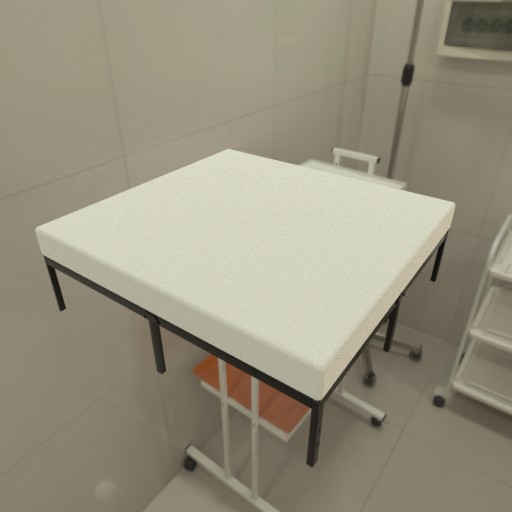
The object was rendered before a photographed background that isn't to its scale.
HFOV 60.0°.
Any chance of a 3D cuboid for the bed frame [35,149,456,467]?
[{"bbox_3d":[0.000,0.000,3.122,2.079,0.659,1.963,21,37,30],"label":"bed frame"}]
